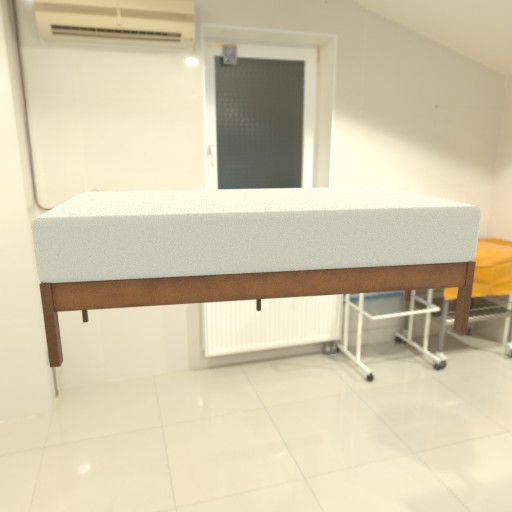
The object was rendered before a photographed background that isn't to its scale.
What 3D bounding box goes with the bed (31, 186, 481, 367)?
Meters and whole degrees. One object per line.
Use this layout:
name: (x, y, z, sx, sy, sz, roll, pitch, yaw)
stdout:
bed: (0.000, 0.000, 2.355, 1.902, 0.616, 0.961, -3, 14, -10)
